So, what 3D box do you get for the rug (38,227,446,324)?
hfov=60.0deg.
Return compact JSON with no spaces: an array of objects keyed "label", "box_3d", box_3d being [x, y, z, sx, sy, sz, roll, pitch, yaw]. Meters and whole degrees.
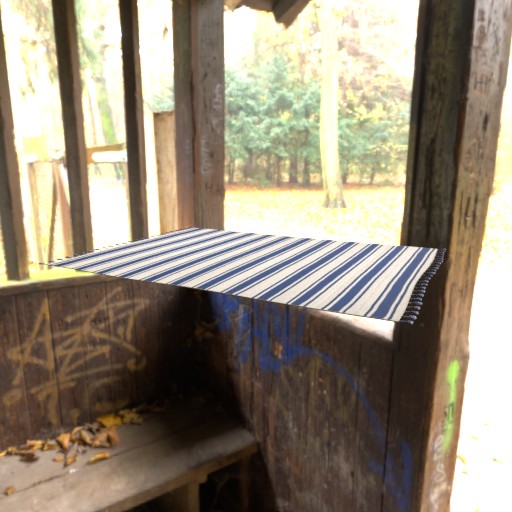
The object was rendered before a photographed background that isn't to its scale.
[{"label":"rug","box_3d":[0.000,0.000,4.493,3.416,0.016,2.471,6,14,26]}]
